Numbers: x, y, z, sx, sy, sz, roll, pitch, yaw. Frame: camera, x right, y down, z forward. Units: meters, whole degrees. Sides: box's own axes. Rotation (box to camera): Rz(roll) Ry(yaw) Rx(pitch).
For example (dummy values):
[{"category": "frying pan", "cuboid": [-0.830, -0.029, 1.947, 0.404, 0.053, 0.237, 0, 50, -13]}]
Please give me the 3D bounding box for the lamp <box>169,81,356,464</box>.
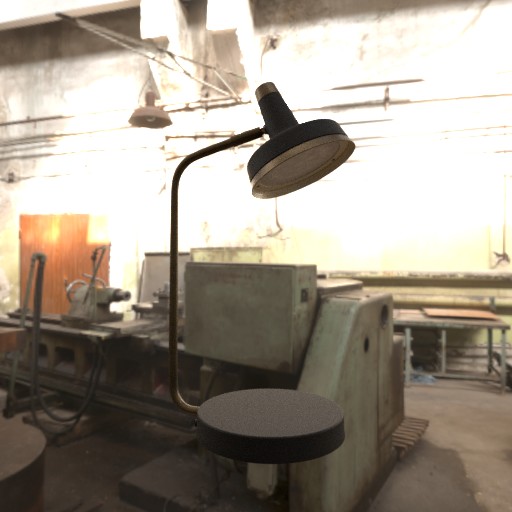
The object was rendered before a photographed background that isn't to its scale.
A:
[{"category": "lamp", "cuboid": [0.000, 0.000, 0.494, 0.218, 0.385, 0.162, 0, -1, 18]}]
